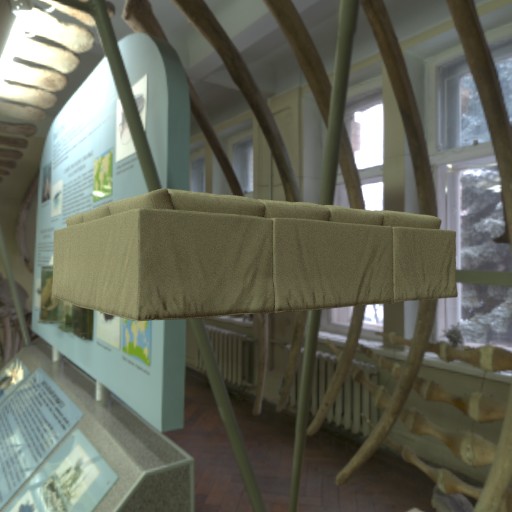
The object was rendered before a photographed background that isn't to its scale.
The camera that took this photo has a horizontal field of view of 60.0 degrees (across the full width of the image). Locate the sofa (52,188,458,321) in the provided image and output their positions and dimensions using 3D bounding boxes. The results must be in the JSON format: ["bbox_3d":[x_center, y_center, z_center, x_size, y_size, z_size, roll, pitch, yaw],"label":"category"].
[{"bbox_3d":[0.000,0.000,4.624,3.528,0.878,2.476,1,-1,-36],"label":"sofa"}]
